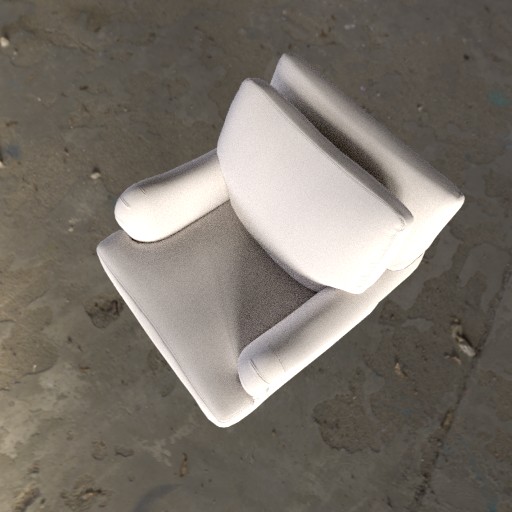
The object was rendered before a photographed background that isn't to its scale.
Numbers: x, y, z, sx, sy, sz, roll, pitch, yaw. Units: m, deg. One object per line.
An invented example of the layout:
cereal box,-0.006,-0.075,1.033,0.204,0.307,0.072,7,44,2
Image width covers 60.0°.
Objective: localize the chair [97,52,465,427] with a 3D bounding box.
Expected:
chair,0.000,0.000,1.848,1.070,1.038,0.955,-35,69,-16
